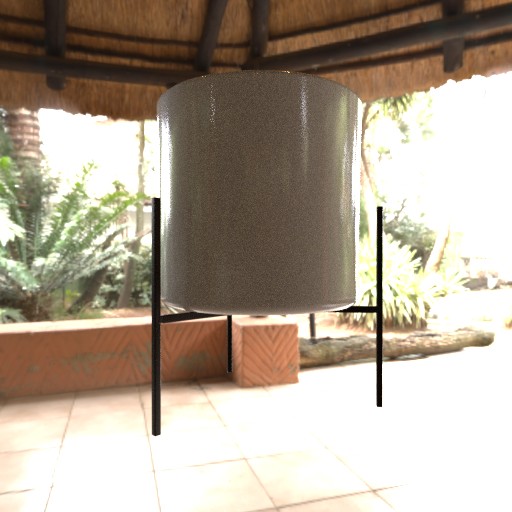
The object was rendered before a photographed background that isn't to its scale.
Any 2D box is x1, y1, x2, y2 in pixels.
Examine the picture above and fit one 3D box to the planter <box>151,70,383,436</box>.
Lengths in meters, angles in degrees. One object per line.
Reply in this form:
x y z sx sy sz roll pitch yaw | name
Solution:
0.000 0.000 0.745 0.360 0.480 0.361 0 0 -18 | planter
